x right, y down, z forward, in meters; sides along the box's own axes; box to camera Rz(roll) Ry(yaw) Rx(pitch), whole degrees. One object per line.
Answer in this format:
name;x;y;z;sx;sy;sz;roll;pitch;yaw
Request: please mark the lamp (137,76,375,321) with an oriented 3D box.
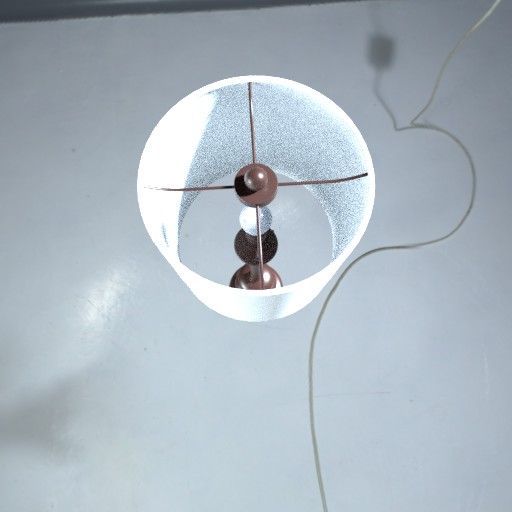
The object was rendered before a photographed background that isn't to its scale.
lamp;0.000;0.000;0.795;0.254;0.690;0.254;-3;76;-1
